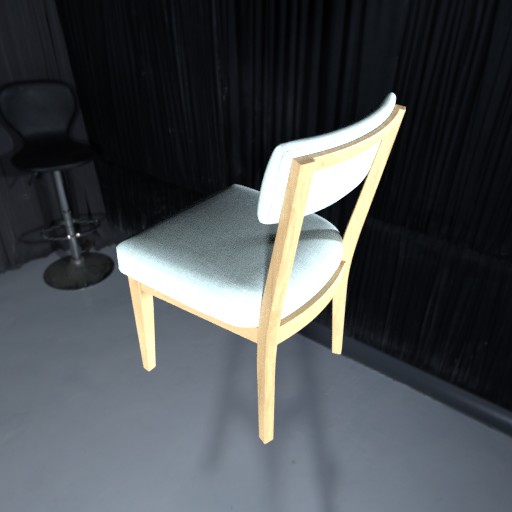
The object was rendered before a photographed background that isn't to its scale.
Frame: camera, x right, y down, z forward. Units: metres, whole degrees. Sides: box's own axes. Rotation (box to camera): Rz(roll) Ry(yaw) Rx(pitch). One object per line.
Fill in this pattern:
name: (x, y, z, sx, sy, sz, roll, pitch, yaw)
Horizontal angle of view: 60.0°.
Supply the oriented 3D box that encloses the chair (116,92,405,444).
chair: (0.000, 0.000, 1.204, 0.572, 0.832, 0.508, 22, 38, 30)
